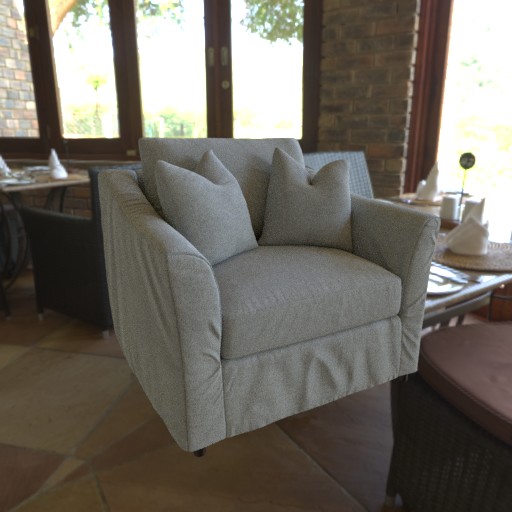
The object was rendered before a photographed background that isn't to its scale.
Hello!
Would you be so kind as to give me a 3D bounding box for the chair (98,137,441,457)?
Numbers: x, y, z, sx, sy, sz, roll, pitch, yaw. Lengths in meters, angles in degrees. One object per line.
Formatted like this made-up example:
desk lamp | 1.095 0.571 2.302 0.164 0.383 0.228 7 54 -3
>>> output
chair | 0.000 0.000 2.054 1.194 1.059 1.071 -9 18 -28
